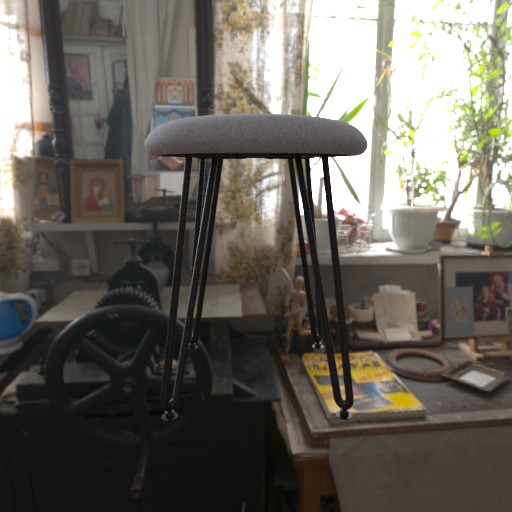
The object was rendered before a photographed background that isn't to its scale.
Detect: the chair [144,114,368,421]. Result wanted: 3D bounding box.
[{"bbox_3d":[0.000,0.000,0.661,0.350,0.386,0.350,11,15,43],"label":"chair"}]
